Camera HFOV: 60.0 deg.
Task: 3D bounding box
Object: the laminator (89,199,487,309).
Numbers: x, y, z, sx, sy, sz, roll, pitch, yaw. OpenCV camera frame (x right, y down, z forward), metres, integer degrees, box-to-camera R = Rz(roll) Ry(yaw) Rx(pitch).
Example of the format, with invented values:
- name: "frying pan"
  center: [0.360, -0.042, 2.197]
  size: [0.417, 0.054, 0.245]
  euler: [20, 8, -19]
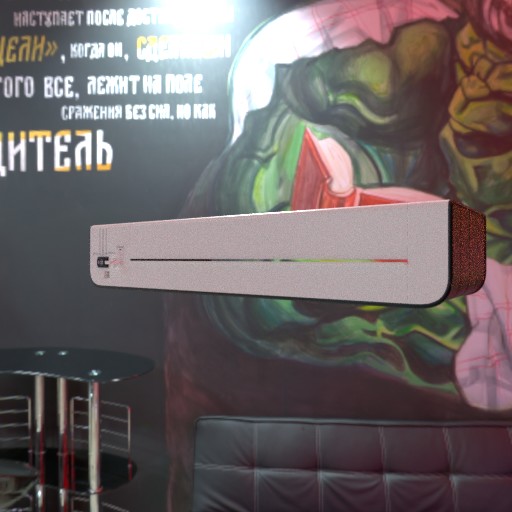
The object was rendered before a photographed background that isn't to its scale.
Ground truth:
- name: "laminator"
  center: [0.000, 0.000, 0.384]
  size: [0.340, 0.062, 0.123]
  euler: [0, 0, 36]
